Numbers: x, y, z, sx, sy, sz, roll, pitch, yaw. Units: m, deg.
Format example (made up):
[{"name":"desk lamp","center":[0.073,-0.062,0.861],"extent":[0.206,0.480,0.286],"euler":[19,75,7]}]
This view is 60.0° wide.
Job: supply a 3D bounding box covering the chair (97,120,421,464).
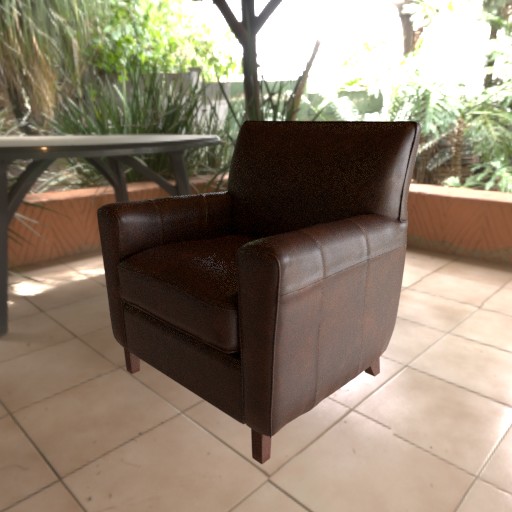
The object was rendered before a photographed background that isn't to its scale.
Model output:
[{"name":"chair","center":[0.000,0.000,1.614],"extent":[0.870,0.943,0.823],"euler":[16,23,41]}]
